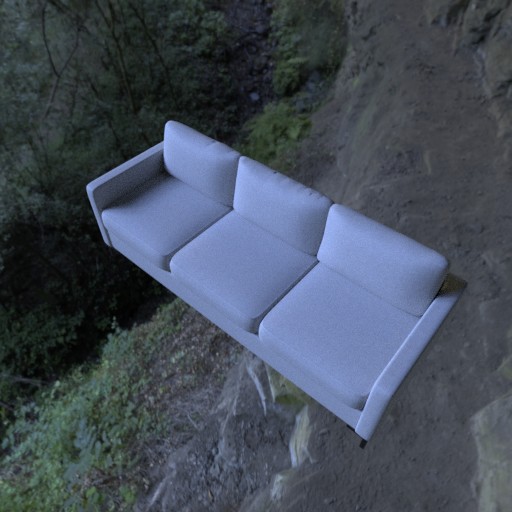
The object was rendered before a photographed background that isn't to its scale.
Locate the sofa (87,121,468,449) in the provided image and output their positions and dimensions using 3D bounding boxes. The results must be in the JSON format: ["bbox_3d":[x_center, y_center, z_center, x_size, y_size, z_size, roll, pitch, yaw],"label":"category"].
[{"bbox_3d":[0.000,0.000,2.739,2.218,0.874,0.859,32,55,26],"label":"sofa"}]
